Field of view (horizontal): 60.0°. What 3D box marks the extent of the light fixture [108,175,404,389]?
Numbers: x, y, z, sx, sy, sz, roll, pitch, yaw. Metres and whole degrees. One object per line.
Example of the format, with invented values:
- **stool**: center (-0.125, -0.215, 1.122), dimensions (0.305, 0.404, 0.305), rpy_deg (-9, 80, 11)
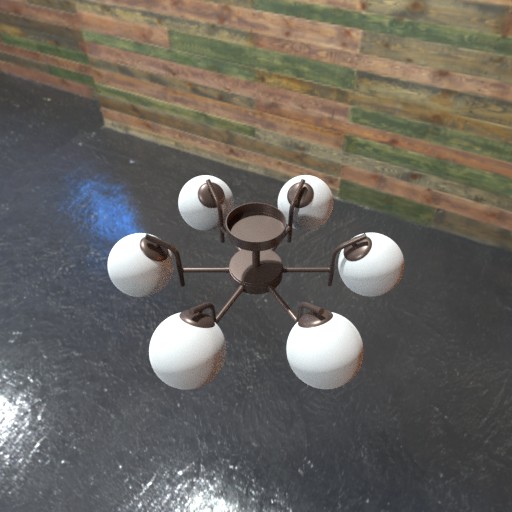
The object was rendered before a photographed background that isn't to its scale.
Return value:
- **light fixture**: center (0.000, 0.000, 0.982), dimensions (0.662, 0.201, 0.662), rpy_deg (0, 45, 0)
